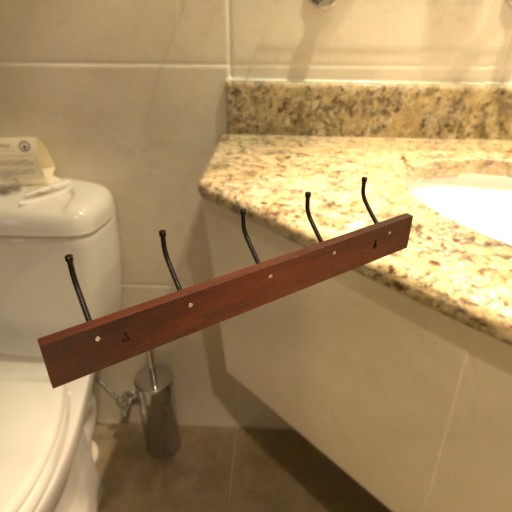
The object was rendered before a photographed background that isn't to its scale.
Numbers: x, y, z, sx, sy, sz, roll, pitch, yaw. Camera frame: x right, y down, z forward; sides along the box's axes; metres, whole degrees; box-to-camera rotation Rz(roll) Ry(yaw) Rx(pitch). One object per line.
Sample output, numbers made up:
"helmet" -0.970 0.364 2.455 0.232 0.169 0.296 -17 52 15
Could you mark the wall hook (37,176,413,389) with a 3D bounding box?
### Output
"wall hook" 0.000 0.000 0.611 0.571 0.117 0.071 -18 34 -29
